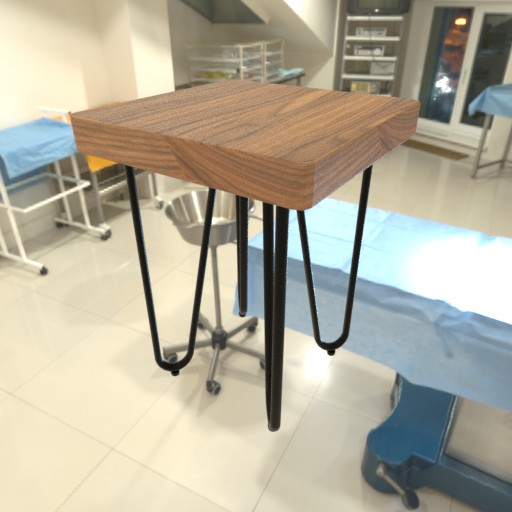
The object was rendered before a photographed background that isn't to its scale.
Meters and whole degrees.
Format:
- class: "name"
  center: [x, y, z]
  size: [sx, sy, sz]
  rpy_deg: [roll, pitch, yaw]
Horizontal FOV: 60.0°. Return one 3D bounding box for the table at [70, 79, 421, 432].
- class: "table"
  center: [0.000, 0.000, 0.984]
  size: [0.479, 0.641, 0.480]
  rpy_deg: [19, 35, 29]
